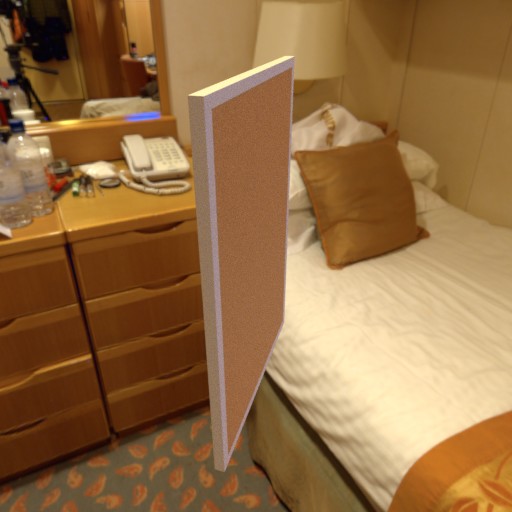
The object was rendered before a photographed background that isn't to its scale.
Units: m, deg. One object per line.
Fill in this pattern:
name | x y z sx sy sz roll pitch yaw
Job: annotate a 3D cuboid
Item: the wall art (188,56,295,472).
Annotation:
wall art | 0.000 0.000 0.556 0.013 0.433 0.303 8 31 15
